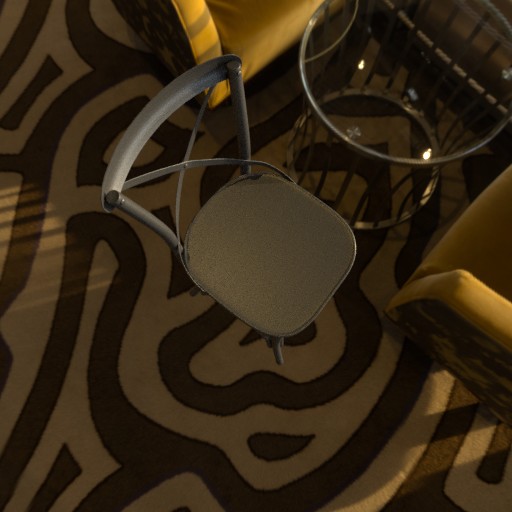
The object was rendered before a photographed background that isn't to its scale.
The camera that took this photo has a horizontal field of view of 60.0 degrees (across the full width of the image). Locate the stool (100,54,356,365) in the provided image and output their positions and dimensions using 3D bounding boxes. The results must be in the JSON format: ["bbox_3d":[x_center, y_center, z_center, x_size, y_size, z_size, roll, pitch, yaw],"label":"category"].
[{"bbox_3d":[0.000,0.000,1.445,0.584,1.168,0.457,37,78,9],"label":"stool"}]
